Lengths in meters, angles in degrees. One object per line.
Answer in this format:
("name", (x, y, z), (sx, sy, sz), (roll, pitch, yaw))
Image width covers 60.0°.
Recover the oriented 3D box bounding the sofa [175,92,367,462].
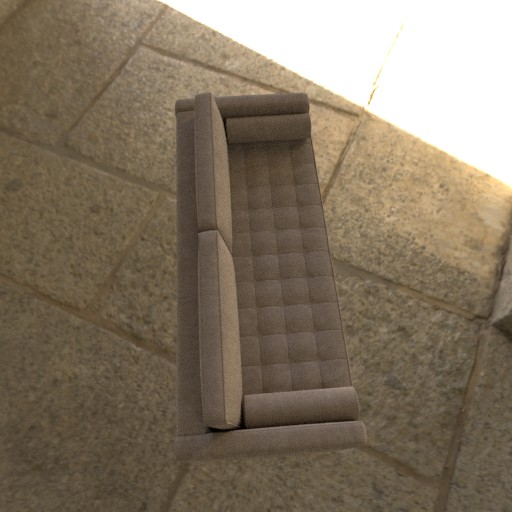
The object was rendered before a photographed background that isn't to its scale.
("sofa", (0.000, 0.000, 2.654), (0.919, 0.770, 2.200), (-4, 65, -2))
